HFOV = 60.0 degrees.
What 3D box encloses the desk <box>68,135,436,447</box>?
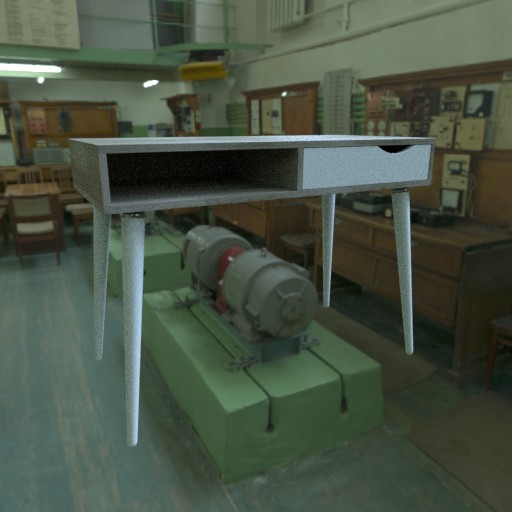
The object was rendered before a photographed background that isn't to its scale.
[{"bbox_3d":[0.000,0.000,1.409,0.979,0.723,0.491,-9,19,-27],"label":"desk"}]
